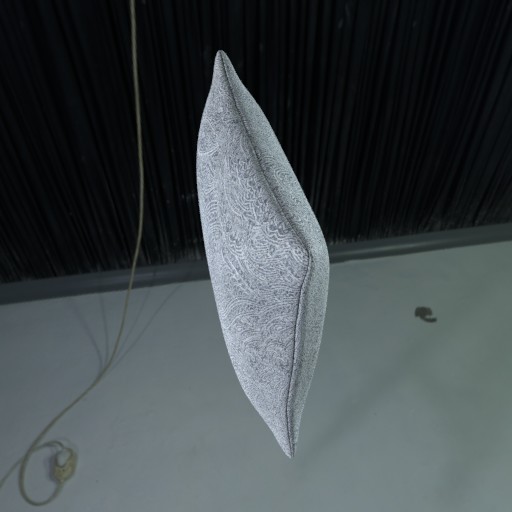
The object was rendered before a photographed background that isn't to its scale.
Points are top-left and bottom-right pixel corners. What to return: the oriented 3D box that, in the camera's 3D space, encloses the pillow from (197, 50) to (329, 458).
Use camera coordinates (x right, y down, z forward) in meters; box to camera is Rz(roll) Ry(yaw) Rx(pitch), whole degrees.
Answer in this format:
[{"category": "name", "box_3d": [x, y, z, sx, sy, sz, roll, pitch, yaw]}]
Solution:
[{"category": "pillow", "box_3d": [0.000, 0.000, 0.777, 0.166, 0.510, 0.523, -9, 46, -9]}]
